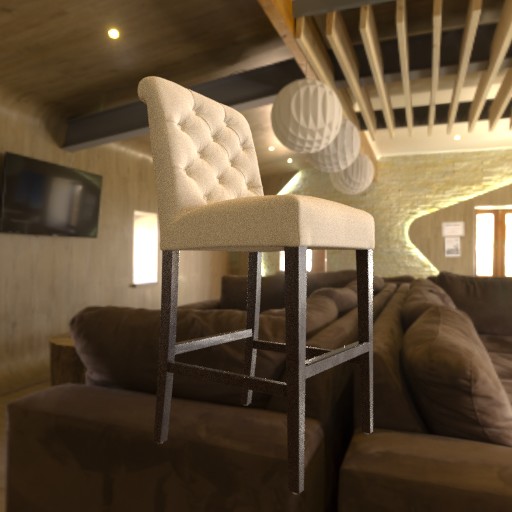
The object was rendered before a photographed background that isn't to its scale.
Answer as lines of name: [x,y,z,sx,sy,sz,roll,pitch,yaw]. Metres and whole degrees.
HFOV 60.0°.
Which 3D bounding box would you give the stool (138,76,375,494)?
stool: [0.000,0.000,1.386,0.610,1.118,0.482,0,0,36]
